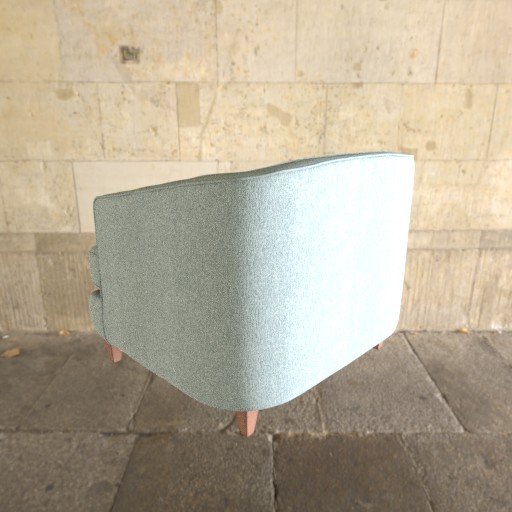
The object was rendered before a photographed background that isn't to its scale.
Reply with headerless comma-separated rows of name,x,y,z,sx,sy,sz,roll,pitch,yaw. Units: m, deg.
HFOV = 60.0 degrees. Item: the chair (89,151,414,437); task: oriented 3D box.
chair,0.000,0.000,1.787,1.094,0.852,0.945,-17,24,-42
